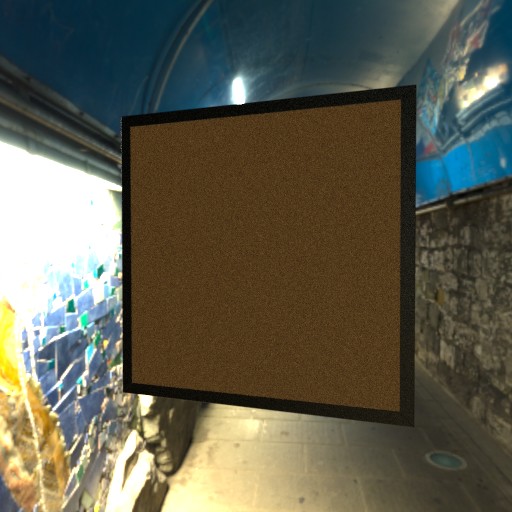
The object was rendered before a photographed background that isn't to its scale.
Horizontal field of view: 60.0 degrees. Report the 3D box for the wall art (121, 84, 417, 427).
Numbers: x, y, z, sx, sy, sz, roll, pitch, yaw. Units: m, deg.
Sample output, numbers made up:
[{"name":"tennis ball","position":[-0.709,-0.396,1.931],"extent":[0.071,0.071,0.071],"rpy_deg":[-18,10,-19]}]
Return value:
[{"name":"wall art","position":[0.000,0.000,0.751],"extent":[0.508,0.508,0.036],"rpy_deg":[0,1,18]}]
